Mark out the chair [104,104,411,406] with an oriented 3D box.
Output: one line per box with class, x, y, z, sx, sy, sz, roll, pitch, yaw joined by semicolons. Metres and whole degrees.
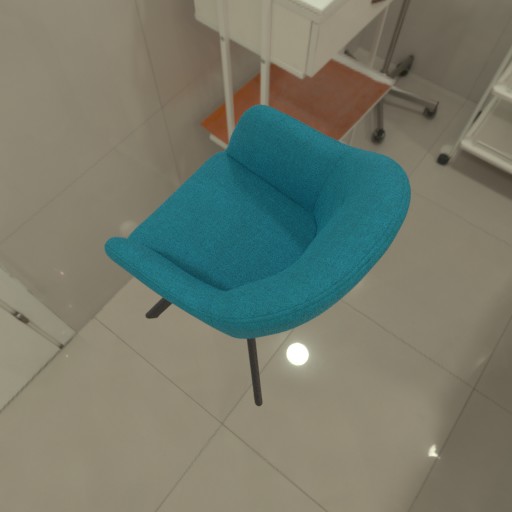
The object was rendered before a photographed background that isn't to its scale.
chair;0.000;0.000;1.145;0.565;0.775;0.545;34;67;16
